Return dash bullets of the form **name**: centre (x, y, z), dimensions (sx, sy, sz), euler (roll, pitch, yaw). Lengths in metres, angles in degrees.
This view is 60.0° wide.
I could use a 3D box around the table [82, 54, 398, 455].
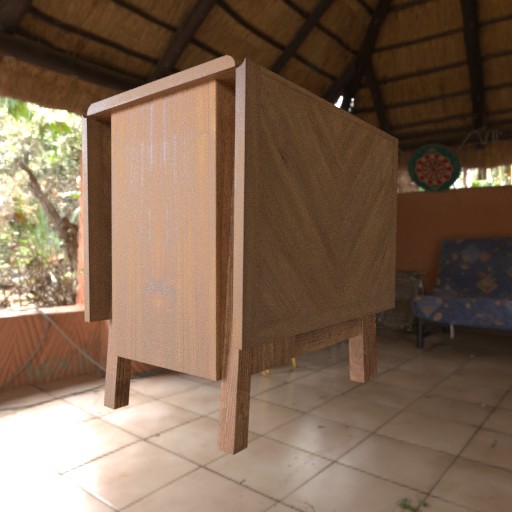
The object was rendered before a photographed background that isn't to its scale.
- **table**: centre (0.000, 0.000, 1.630), dimensions (0.701, 0.981, 0.967), euler (1, 1, 38)
